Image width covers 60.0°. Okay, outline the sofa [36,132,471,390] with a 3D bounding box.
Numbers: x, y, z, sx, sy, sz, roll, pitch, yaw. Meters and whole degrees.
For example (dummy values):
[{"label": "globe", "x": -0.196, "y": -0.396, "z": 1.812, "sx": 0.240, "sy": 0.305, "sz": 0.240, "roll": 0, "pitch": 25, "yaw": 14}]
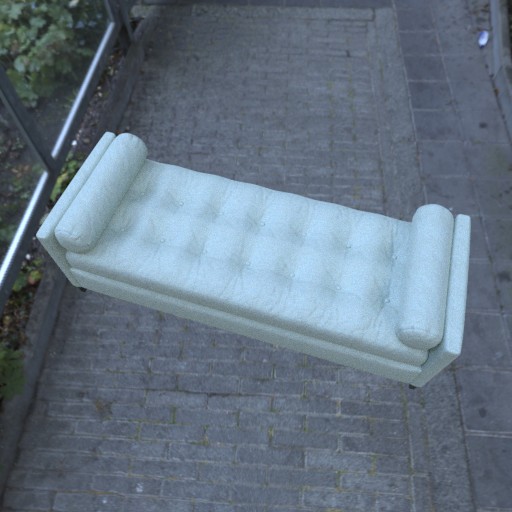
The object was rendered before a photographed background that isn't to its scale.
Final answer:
[{"label": "sofa", "x": 0.000, "y": 0.000, "z": 2.492, "sx": 2.102, "sy": 0.705, "sz": 0.796, "roll": 15, "pitch": 60, "yaw": 9}]
